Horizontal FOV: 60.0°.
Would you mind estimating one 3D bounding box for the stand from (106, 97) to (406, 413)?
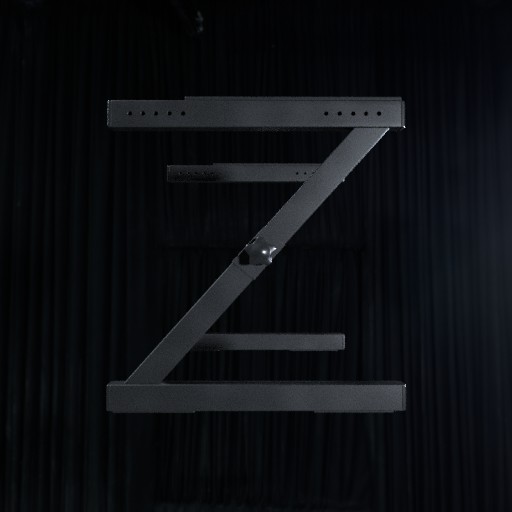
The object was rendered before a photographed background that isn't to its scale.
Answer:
[{"bbox_3d":[0.000,0.000,1.176,0.586,0.617,0.700,0,-1,0],"label":"stand"}]
